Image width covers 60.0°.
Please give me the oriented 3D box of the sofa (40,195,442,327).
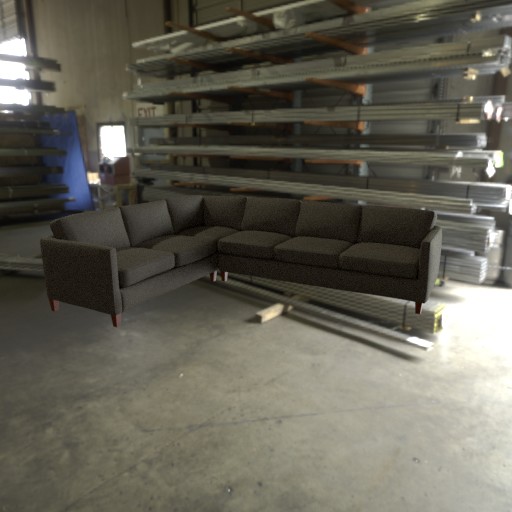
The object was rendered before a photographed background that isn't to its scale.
[{"bbox_3d":[0.000,0.000,4.548,3.302,0.947,2.593,7,16,27],"label":"sofa"}]
